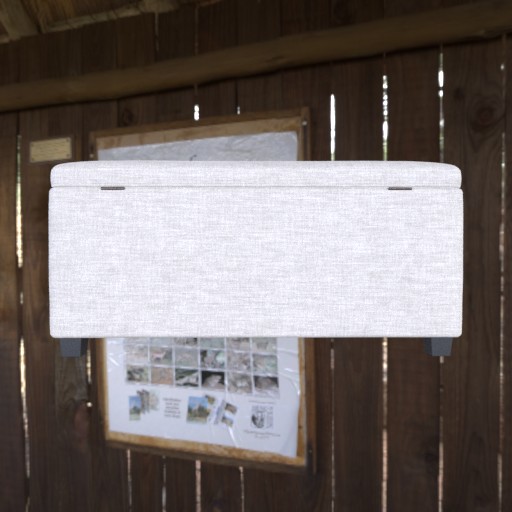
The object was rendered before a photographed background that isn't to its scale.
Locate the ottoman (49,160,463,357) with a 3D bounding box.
[{"bbox_3d":[0.000,0.000,1.134,0.902,0.432,0.419,0,1,-1],"label":"ottoman"}]
